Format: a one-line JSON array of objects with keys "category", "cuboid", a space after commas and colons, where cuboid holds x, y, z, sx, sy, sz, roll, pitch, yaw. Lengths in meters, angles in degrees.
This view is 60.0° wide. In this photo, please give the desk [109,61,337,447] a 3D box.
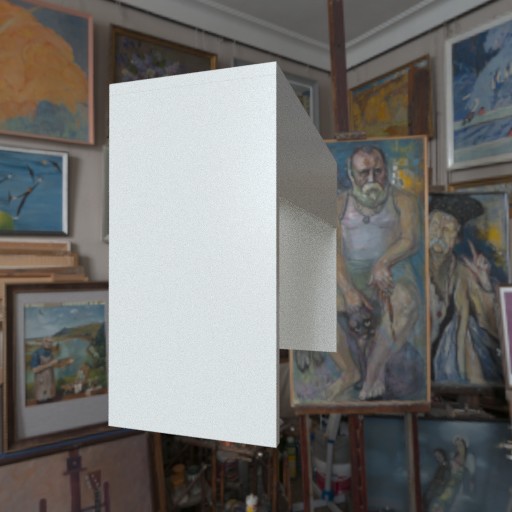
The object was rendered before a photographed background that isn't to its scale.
[{"category": "desk", "cuboid": [0.000, 0.000, 1.443, 0.400, 0.790, 1.000, 0, 0, 17]}]
